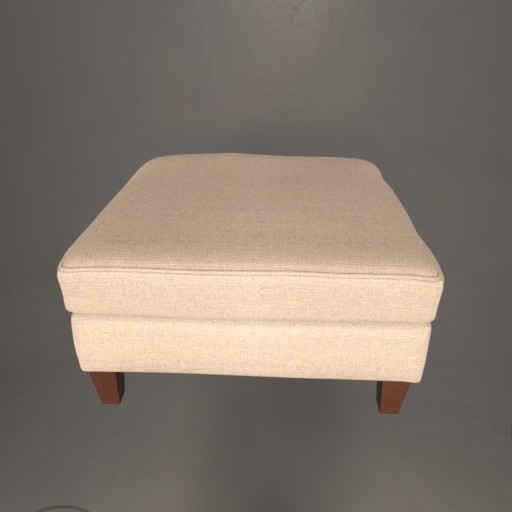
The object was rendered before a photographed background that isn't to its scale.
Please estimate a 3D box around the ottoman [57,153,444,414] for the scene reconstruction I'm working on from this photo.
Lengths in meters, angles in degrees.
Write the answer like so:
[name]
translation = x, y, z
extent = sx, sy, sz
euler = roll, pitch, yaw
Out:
[ottoman]
translation = 0.000, 0.000, 1.364
extent = 0.838, 0.481, 0.838
euler = 1, 29, 2
